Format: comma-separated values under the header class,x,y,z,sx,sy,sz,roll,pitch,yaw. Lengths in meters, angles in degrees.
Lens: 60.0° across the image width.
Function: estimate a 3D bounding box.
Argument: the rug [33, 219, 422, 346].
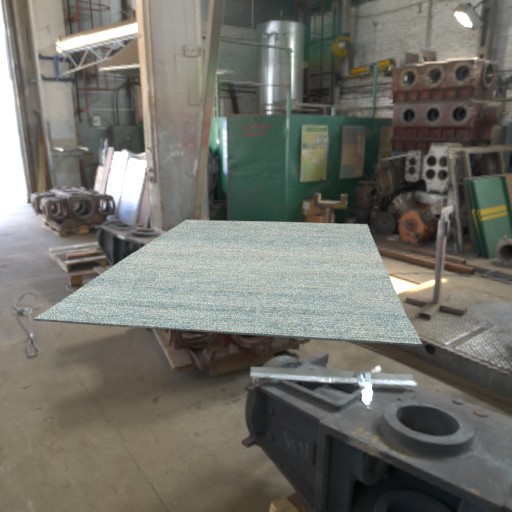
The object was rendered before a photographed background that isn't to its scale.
class,x,y,z,sx,sy,sz,roll,pitch,yaw
rug,0.000,0.000,2.859,1.611,0.026,2.260,2,16,8
